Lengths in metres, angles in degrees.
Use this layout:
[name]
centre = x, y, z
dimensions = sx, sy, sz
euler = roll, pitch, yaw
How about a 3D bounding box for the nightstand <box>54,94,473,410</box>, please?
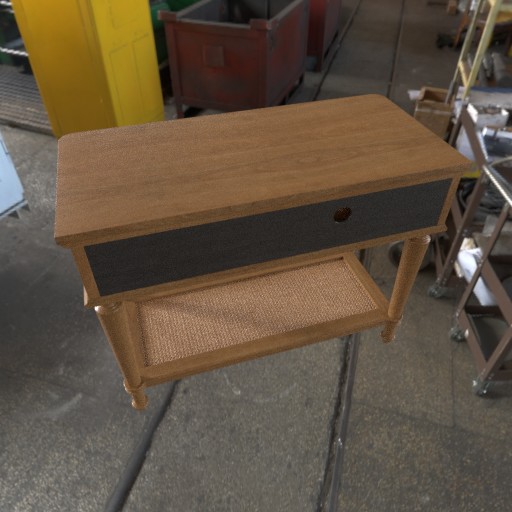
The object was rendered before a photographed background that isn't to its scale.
[nightstand]
centre = 0.000, 0.000, 1.306
dimensions = 0.914, 0.700, 0.432
euler = -12, 43, -13
